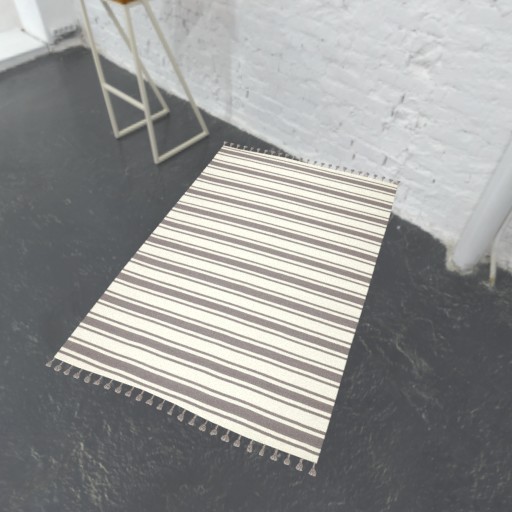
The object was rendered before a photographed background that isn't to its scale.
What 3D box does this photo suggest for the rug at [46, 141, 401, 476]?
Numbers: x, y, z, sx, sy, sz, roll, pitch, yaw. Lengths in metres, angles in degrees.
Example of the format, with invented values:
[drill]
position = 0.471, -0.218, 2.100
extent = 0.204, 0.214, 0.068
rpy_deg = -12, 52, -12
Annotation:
[rug]
position = 0.000, 0.000, 3.028
extent = 1.563, 0.014, 2.425
rpy_deg = 16, 49, 15
